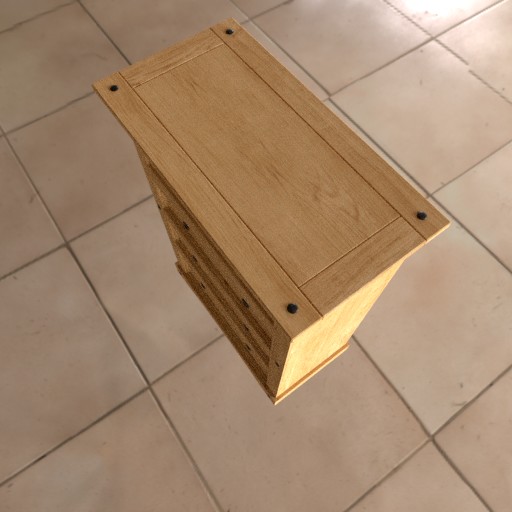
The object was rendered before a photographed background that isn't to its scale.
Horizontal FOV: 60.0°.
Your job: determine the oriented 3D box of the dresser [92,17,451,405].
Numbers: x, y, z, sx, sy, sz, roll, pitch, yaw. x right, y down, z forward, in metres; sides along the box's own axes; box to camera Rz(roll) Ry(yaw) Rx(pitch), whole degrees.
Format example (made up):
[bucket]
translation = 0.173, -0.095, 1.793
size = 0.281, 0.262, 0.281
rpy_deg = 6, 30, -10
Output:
[dresser]
translation = 0.000, 0.000, 1.732
size = 0.485, 1.300, 0.915
rpy_deg = -33, 69, -15
